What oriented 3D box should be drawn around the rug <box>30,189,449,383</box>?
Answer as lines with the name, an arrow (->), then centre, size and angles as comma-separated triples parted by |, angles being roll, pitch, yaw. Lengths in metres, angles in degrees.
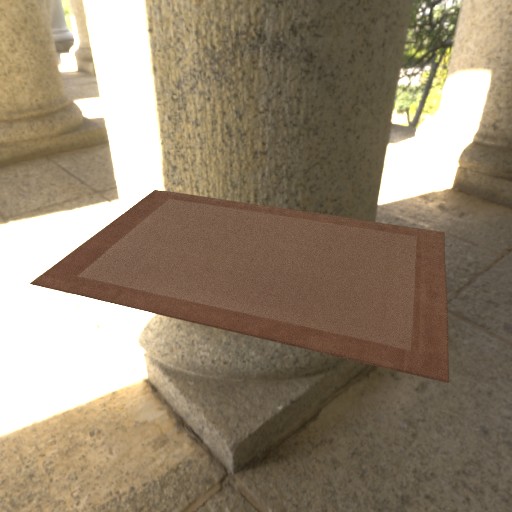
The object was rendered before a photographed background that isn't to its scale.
rug -> 0.000, 0.000, 3.016 | 2.438, 0.014, 1.524 | 10, 34, 16
